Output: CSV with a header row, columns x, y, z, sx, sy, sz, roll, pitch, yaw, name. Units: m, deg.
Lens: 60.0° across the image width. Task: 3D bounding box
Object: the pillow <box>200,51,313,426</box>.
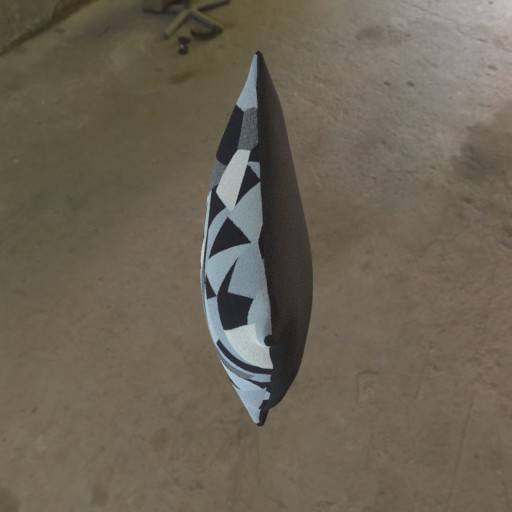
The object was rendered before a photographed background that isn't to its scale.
x,y,z,sx,sy,sz,roll,pitch,yaw,name
0.000,0.000,0.801,0.208,0.496,0.503,-1,59,-1,pillow
